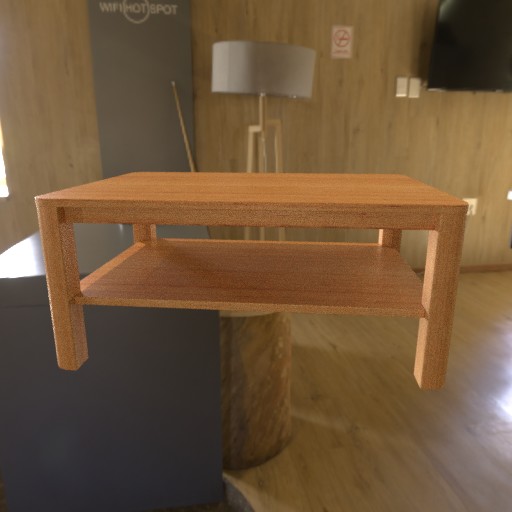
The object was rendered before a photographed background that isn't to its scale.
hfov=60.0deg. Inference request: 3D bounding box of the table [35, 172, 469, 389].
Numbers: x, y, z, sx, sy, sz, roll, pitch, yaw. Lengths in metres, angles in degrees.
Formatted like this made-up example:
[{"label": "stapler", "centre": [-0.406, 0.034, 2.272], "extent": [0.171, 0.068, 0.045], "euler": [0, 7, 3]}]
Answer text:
[{"label": "table", "centre": [0.000, 0.000, 1.374], "extent": [0.997, 0.445, 0.696], "euler": [2, 16, 5]}]
